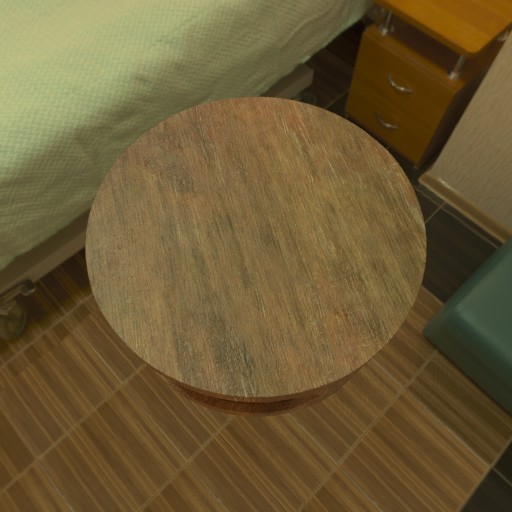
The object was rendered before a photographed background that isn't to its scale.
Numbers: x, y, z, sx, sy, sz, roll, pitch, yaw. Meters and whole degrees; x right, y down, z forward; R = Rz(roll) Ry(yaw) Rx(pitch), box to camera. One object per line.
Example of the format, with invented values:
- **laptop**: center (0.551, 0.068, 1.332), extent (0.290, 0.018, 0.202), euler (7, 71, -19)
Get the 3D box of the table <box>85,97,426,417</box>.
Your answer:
- **table**: center (0.000, 0.000, 1.484), extent (0.974, 0.450, 0.974), euler (0, 64, 0)
